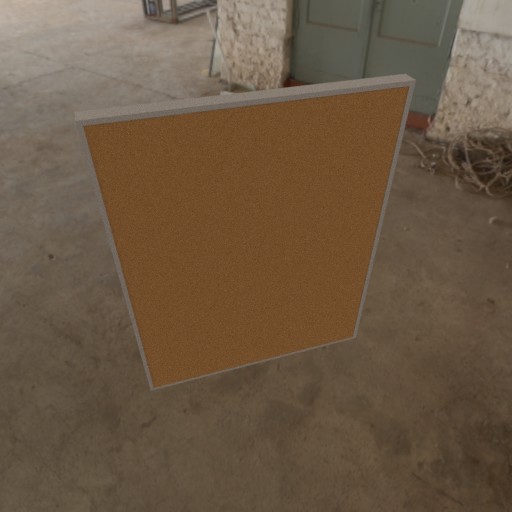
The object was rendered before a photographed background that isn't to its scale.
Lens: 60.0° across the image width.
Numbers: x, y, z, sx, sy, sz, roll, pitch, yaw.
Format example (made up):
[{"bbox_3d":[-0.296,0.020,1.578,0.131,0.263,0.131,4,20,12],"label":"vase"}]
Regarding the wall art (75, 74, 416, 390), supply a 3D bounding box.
[{"bbox_3d":[0.000,0.000,1.034,0.611,0.763,0.055,-11,42,-13],"label":"wall art"}]
